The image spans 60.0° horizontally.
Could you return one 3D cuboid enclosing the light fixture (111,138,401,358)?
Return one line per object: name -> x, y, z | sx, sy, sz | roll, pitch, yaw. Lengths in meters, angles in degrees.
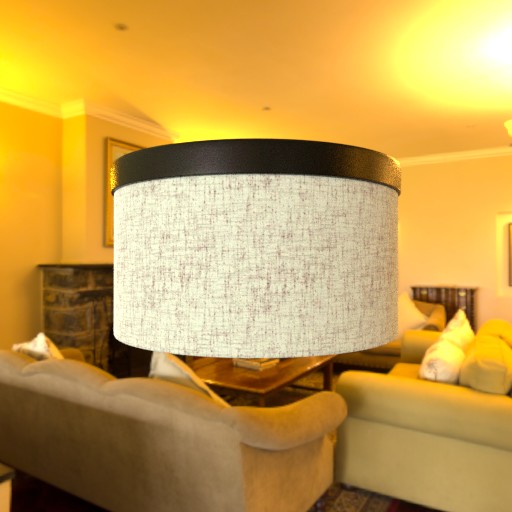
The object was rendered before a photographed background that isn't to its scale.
light fixture -> 0.000, 0.000, 0.625 | 0.389, 0.229, 0.389 | 0, 0, 0
